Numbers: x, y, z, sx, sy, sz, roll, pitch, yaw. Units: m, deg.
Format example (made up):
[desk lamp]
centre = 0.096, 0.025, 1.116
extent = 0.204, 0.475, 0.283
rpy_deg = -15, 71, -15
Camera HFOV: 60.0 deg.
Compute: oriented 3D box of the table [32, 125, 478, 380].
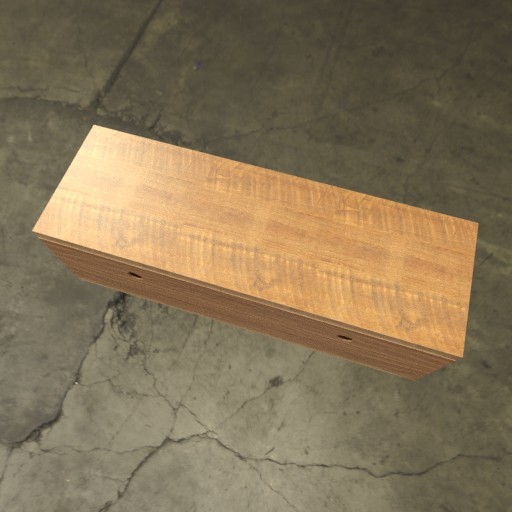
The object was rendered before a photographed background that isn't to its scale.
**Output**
[table]
centre = 0.000, 0.000, 1.789
extent = 1.499, 0.491, 0.499
rpy_deg = 16, 67, 7
